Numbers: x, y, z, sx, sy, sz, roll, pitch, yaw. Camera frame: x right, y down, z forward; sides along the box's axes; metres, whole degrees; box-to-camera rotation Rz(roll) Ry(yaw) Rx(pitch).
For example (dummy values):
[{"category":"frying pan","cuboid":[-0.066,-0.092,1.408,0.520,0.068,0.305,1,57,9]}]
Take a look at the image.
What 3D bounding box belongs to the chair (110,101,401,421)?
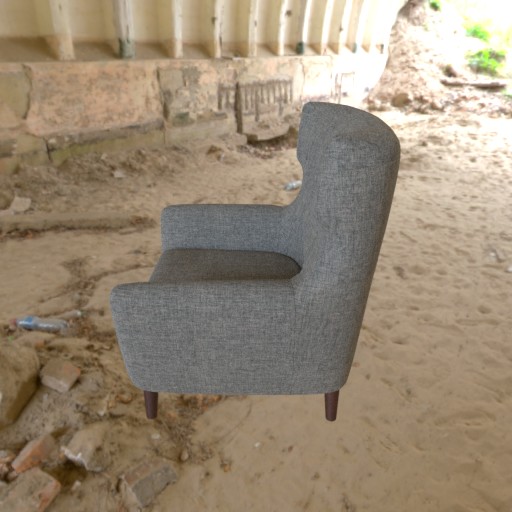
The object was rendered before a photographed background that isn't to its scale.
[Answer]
[{"category":"chair","cuboid":[0.000,0.000,1.724,0.904,1.063,0.878,0,25,1]}]
